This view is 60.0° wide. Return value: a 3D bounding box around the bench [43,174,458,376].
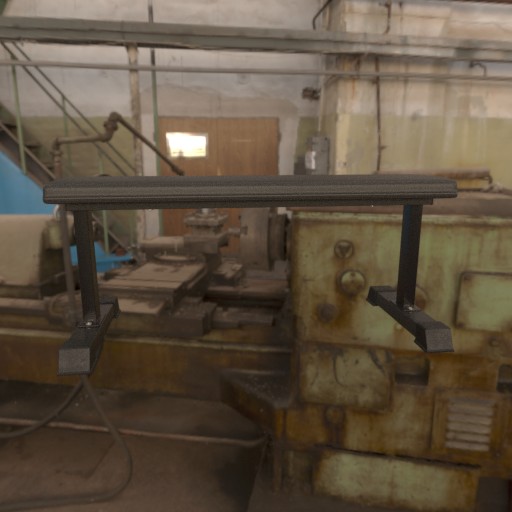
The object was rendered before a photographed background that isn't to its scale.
[{"bbox_3d":[0.000,0.000,1.277,1.072,0.453,0.439,-2,14,-7],"label":"bench"}]
